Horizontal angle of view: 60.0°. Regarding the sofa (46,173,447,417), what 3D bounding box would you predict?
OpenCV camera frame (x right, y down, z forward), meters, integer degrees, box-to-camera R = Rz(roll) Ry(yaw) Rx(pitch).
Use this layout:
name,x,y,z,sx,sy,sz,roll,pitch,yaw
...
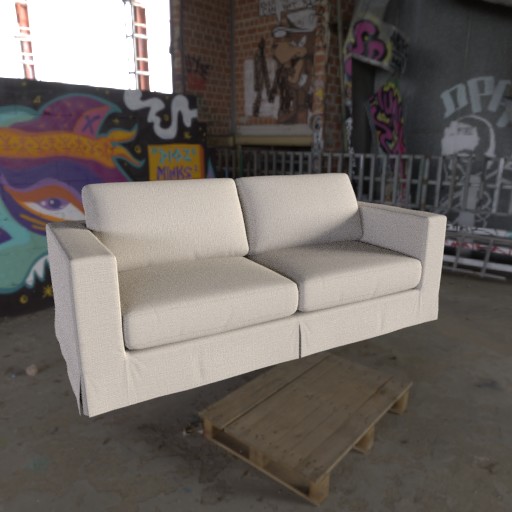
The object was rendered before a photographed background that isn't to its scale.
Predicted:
name,x,y,z,sx,sy,sz,roll,pitch,yaw
sofa,0.000,0.000,2.601,2.163,0.881,0.954,-8,17,-28
